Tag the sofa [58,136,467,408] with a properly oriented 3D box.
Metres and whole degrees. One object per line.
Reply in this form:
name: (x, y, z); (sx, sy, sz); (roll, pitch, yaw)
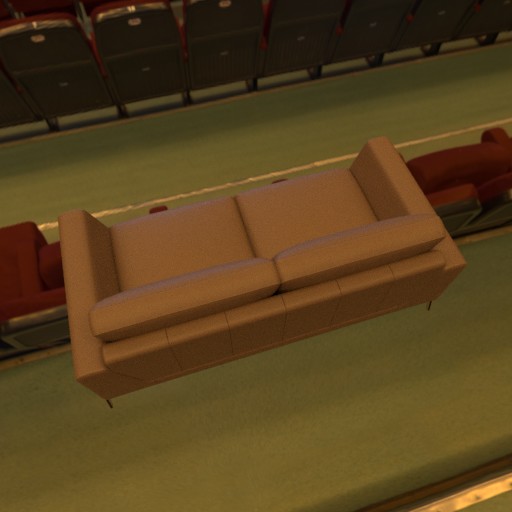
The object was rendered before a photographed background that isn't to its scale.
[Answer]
sofa: (0.000, 0.000, 2.500); (2.017, 0.875, 0.953); (-15, 61, -9)
